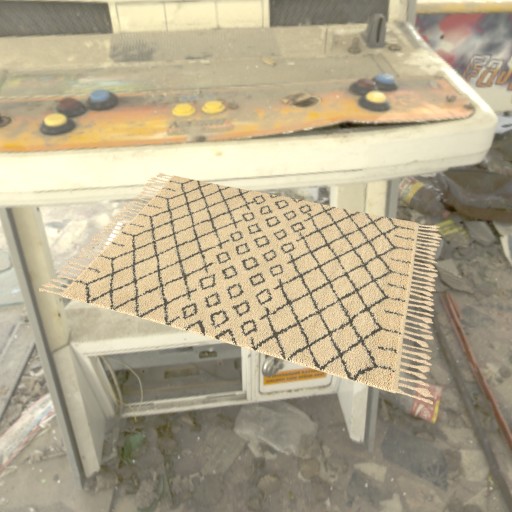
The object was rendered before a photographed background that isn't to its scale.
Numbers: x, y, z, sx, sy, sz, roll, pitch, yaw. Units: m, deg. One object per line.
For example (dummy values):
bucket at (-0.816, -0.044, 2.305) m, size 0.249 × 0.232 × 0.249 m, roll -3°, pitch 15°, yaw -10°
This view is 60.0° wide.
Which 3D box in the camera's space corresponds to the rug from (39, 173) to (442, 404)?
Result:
rug at (0.000, 0.000, 3.298) m, size 2.615 × 0.029 × 1.664 m, roll 13°, pitch 43°, yaw 14°
